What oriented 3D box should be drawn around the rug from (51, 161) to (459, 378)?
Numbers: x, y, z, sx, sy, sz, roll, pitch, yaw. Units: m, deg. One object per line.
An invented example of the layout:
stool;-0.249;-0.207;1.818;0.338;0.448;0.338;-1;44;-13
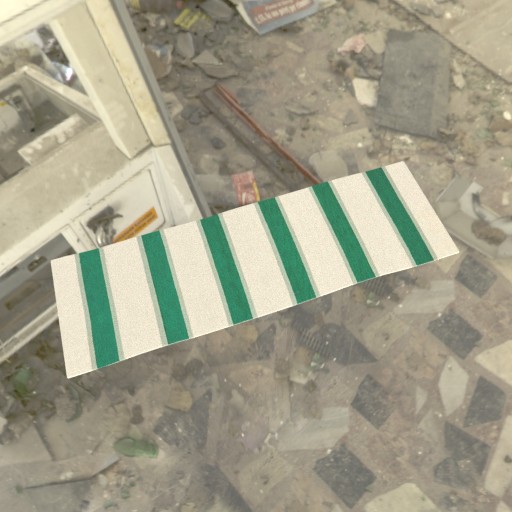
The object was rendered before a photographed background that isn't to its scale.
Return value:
rug;0.000;0.000;2.771;2.438;0.012;0.768;-17;64;-8
